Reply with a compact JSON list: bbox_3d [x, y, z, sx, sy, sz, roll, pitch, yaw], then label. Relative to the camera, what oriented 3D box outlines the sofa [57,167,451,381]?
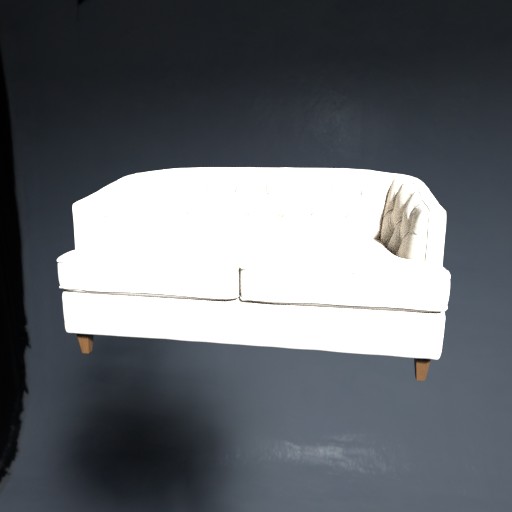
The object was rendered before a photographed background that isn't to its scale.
[{"bbox_3d":[0.000,0.000,2.310,1.731,0.878,0.940,2,14,10],"label":"sofa"}]
